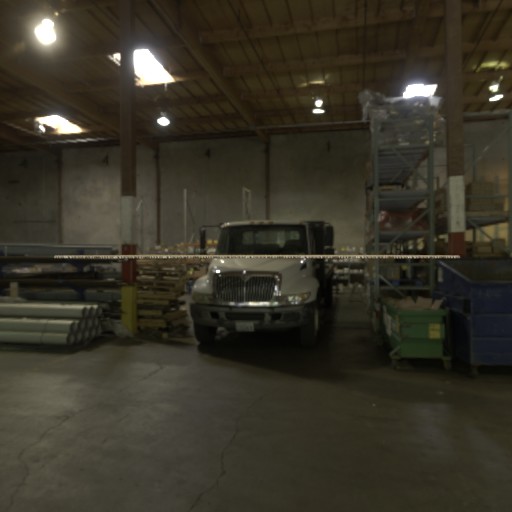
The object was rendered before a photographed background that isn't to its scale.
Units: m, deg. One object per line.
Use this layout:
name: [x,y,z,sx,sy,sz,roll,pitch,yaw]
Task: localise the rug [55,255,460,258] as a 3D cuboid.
rug: [0.000,0.000,3.977,2.315,0.015,2.932,0,0,0]
